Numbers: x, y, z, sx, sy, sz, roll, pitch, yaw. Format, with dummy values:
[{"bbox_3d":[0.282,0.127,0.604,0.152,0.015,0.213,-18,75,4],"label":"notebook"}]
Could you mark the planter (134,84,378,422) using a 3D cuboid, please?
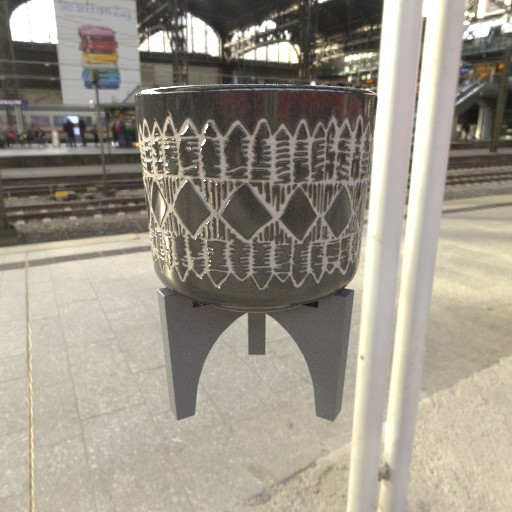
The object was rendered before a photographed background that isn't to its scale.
[{"bbox_3d":[0.000,0.000,0.518,0.251,0.355,0.251,-9,18,-28],"label":"planter"}]
